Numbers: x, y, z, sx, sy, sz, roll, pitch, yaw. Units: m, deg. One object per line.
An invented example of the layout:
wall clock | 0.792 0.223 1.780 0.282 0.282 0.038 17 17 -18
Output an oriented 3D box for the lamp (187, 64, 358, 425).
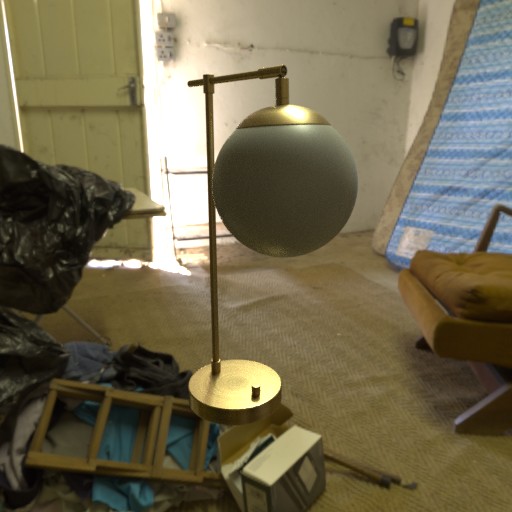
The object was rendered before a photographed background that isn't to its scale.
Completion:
lamp | 0.000 0.000 0.706 0.207 0.559 0.324 -14 20 -42
